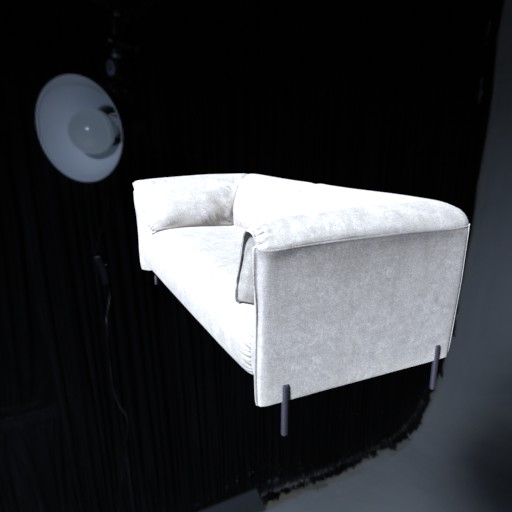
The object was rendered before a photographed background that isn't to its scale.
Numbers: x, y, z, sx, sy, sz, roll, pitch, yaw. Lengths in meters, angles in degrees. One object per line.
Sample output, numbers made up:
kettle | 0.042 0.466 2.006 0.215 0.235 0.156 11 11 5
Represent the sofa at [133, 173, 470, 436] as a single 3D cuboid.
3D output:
sofa | 0.000 0.000 2.328 0.905 0.747 1.878 -7 16 -25
